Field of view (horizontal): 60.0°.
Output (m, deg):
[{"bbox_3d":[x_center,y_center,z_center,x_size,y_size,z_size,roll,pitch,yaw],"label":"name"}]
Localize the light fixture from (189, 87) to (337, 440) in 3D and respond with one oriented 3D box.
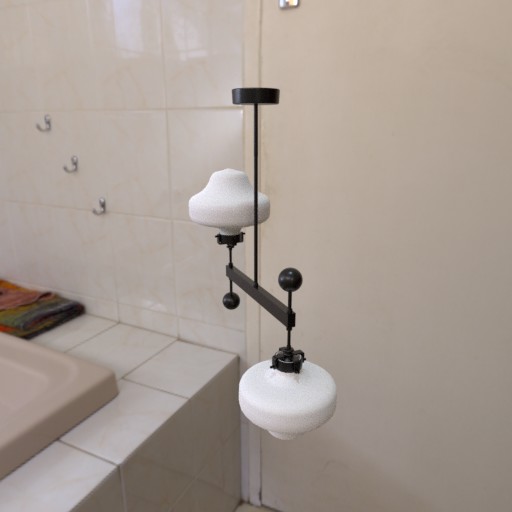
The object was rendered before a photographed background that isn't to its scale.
[{"bbox_3d":[0.000,0.000,1.053,0.489,0.743,0.422,9,19,27],"label":"light fixture"}]
